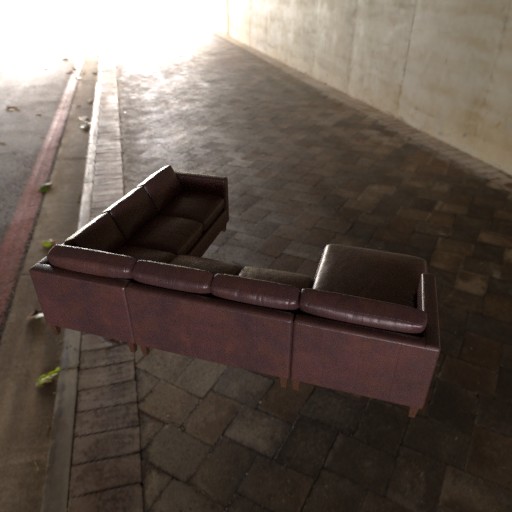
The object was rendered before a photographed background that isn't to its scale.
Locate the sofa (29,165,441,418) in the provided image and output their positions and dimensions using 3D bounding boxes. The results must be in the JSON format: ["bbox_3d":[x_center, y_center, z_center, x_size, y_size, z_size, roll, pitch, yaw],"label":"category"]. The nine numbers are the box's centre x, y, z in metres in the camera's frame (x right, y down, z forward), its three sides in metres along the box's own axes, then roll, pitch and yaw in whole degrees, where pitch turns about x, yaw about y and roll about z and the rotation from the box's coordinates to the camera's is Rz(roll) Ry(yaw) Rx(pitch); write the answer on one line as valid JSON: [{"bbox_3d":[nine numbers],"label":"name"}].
[{"bbox_3d":[0.000,0.000,4.509,3.324,0.891,2.452,9,33,14],"label":"sofa"}]
